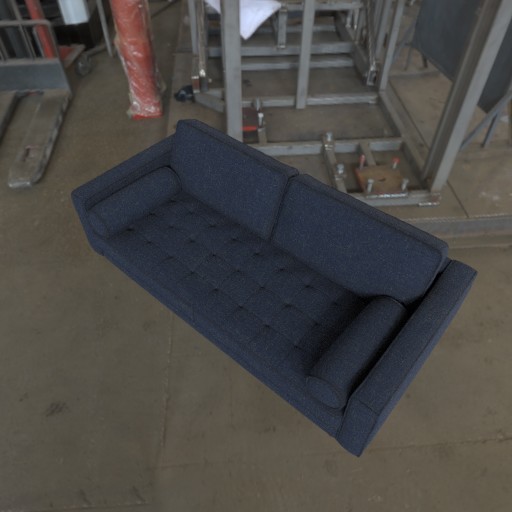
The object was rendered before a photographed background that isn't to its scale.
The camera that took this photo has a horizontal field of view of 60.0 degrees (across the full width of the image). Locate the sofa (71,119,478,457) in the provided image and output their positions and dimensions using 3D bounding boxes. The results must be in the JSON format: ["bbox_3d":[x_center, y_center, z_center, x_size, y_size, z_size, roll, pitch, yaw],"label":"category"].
[{"bbox_3d":[0.000,0.000,2.301,1.880,0.762,0.914,32,55,26],"label":"sofa"}]
